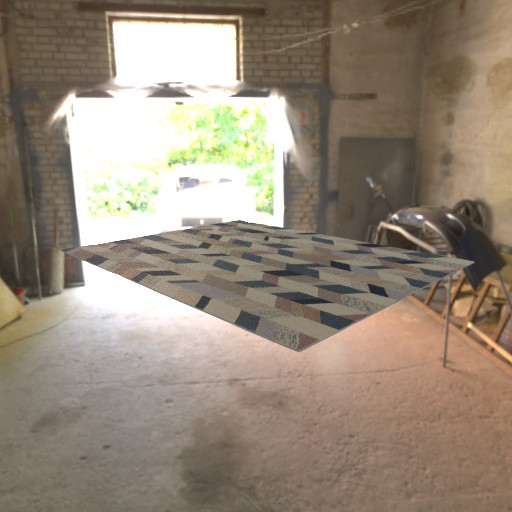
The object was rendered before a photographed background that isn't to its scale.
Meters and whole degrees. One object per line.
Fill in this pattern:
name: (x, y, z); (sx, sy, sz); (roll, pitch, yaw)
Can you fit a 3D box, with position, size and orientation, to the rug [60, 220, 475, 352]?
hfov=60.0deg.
rug: (0.000, 0.000, 4.155); (2.451, 0.011, 3.072); (-14, 20, -43)
